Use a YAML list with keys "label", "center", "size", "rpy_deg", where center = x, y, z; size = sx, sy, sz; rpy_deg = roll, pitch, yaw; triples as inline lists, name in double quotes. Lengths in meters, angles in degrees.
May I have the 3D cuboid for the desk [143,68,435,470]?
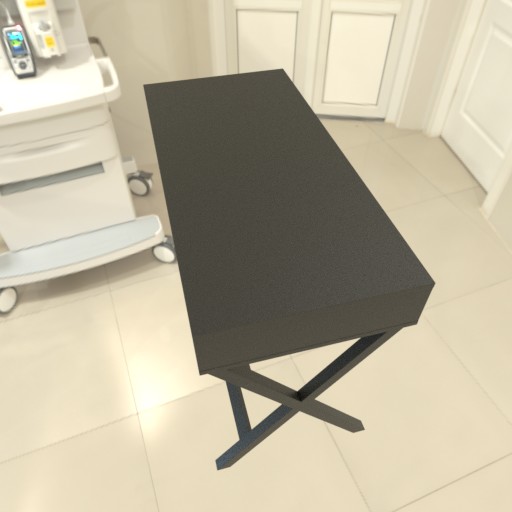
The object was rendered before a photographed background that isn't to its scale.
- label: "desk"
  center: [0.000, 0.000, 1.503]
  size: [0.525, 0.780, 1.057]
  rpy_deg: [-11, 47, -10]
